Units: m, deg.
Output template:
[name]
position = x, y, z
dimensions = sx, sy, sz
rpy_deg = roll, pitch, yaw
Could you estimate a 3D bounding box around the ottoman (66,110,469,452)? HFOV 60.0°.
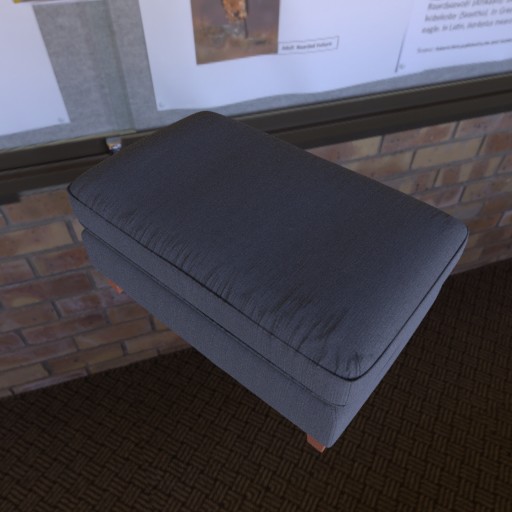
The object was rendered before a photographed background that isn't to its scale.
[ottoman]
position = 0.000, 0.000, 1.201
dimensions = 0.885, 0.438, 0.570
rpy_deg = 31, 53, 26
